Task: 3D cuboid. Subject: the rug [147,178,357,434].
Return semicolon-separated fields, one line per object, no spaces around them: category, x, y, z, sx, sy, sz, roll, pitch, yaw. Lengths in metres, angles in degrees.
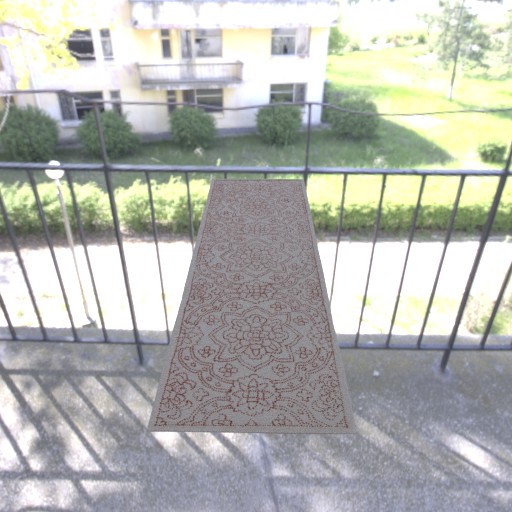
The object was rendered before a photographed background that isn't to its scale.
rug;0.000;0.000;2.649;0.769;0.012;2.448;0;32;1
